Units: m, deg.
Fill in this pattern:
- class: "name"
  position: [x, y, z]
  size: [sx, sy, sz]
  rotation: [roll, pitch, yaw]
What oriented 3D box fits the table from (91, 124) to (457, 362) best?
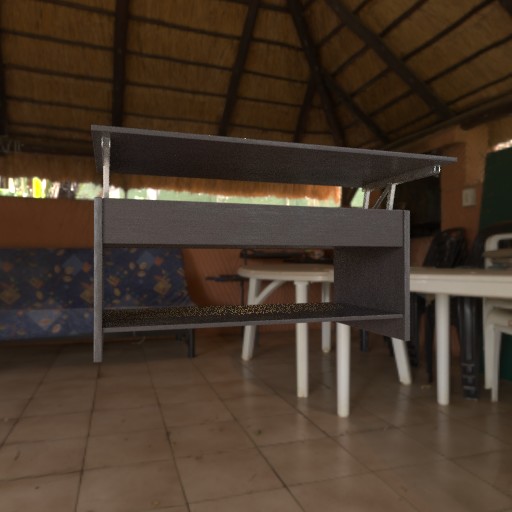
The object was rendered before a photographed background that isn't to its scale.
- class: "table"
  position: [0.000, 0.000, 1.467]
  size: [1.000, 0.570, 0.712]
  rotation: [0, -1, -18]
